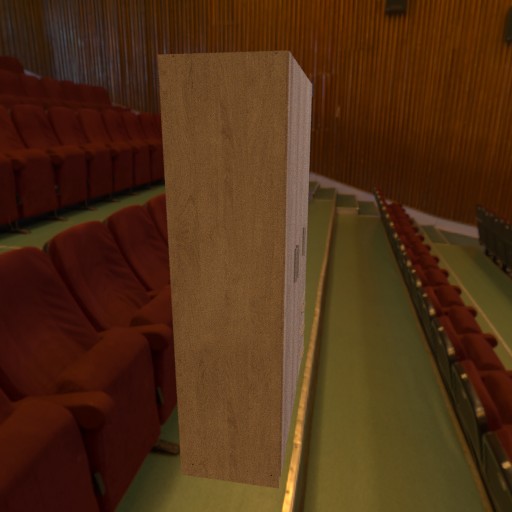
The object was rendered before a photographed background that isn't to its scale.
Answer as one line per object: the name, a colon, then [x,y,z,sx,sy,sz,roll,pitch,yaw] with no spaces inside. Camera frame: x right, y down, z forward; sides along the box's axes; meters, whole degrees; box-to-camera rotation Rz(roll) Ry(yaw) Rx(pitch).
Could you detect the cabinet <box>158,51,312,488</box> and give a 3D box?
cabinet: [0.000,0.000,2.491,0.510,1.910,1.290,3,16,10]
